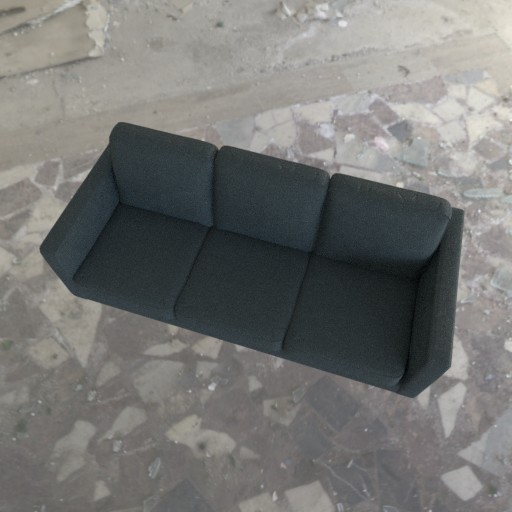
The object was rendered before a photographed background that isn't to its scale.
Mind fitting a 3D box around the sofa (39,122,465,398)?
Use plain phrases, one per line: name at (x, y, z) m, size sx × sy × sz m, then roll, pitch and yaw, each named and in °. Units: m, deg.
sofa at (0.000, 0.000, 2.453) m, size 2.013 × 0.945 × 0.935 m, roll 15°, pitch 60°, yaw 9°
